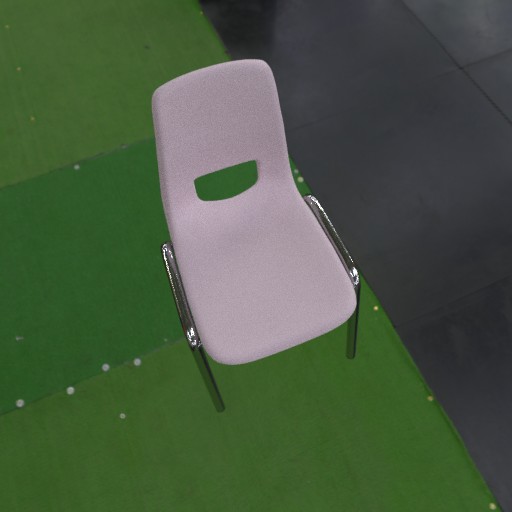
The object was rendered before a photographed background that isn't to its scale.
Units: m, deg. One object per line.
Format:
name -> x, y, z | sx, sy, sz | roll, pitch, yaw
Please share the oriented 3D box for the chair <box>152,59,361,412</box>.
chair -> 0.000, 0.000, 0.863 | 0.354, 0.586, 0.423 | -19, 66, -9
